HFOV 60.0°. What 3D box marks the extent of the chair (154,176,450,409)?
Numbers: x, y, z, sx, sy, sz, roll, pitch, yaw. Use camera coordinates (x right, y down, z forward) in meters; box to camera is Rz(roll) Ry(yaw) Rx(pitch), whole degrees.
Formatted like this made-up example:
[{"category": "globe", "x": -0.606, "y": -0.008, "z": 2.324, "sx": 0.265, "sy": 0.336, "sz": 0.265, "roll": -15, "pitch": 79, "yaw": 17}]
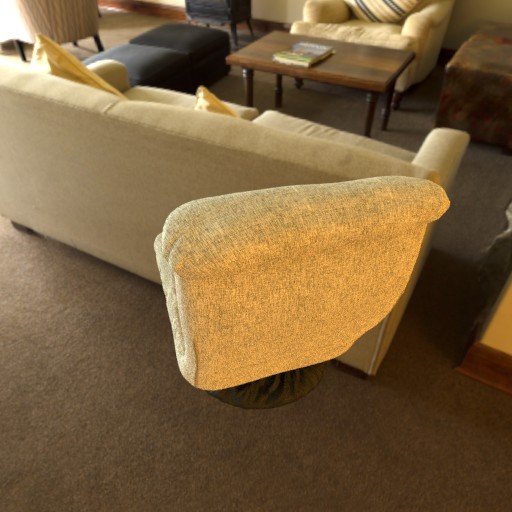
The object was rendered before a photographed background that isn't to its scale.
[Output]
[{"category": "chair", "x": 0.000, "y": 0.000, "z": 0.926, "sx": 0.400, "sy": 0.600, "sz": 0.583, "roll": -12, "pitch": 43, "yaw": -13}]
